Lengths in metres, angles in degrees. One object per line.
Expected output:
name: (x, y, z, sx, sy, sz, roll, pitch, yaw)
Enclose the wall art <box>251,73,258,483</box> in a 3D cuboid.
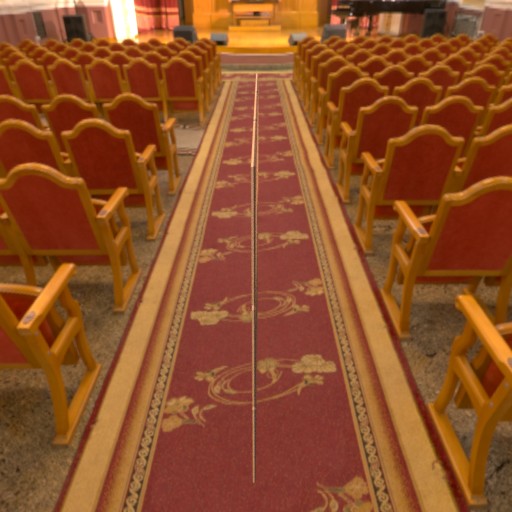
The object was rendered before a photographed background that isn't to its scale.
wall art: (0.000, 0.000, 2.295, 0.013, 1.525, 1.520, 0, 32, 0)
